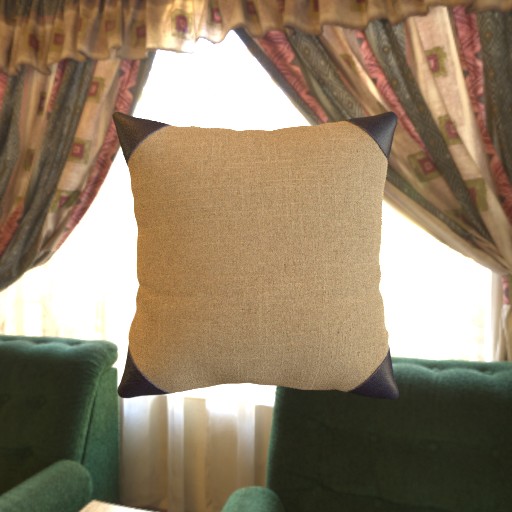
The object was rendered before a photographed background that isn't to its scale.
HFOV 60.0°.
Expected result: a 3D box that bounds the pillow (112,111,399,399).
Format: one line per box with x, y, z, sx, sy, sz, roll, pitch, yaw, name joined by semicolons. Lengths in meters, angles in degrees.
0.000;0.000;0.676;0.440;0.441;0.147;0;1;0;pillow
